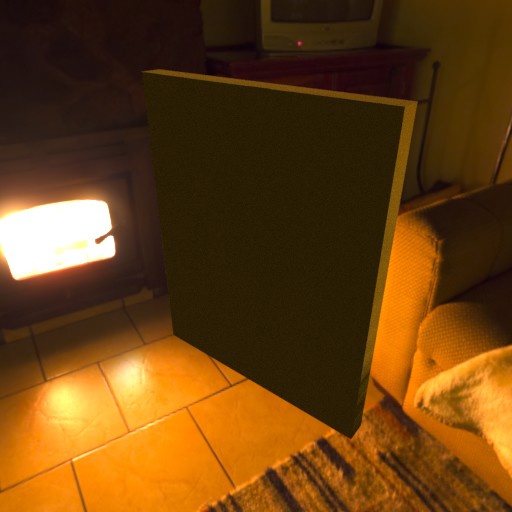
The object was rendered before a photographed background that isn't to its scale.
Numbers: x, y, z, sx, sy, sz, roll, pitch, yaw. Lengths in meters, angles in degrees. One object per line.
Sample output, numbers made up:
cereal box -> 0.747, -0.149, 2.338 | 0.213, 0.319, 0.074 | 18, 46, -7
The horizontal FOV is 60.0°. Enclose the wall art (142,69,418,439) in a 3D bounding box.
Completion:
wall art -> 0.000, 0.000, 0.830 | 0.489, 0.608, 0.040 | 21, 36, 32
